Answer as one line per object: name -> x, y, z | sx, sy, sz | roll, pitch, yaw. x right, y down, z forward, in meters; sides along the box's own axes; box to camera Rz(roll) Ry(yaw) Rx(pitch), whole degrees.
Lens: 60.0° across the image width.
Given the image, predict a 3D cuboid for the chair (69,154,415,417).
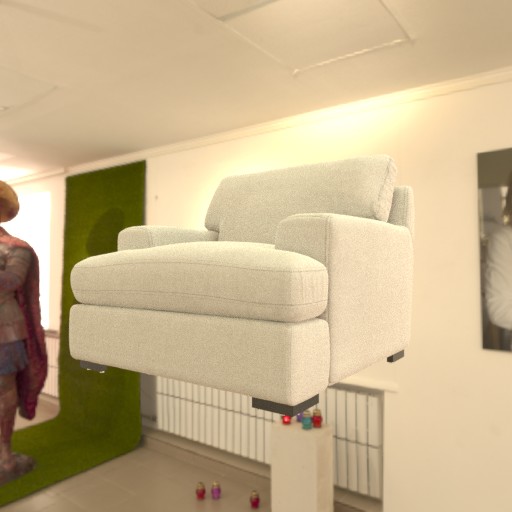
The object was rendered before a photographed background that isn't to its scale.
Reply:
chair -> 0.000, 0.000, 1.968 | 1.140, 0.930, 1.158 | -1, -1, 36
